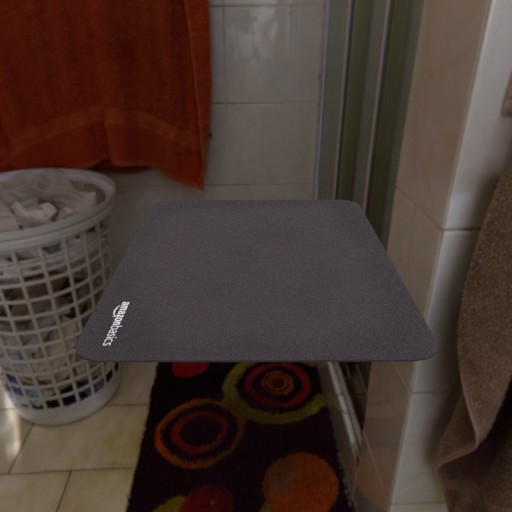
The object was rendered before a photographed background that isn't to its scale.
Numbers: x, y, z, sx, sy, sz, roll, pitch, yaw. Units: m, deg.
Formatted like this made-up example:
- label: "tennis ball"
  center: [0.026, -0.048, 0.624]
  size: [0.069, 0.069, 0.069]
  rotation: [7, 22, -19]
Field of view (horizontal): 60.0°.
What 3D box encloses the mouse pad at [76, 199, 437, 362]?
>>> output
- label: "mouse pad"
  center: [0.000, 0.000, 0.451]
  size: [0.269, 0.002, 0.315]
  rotation: [0, 28, 0]
